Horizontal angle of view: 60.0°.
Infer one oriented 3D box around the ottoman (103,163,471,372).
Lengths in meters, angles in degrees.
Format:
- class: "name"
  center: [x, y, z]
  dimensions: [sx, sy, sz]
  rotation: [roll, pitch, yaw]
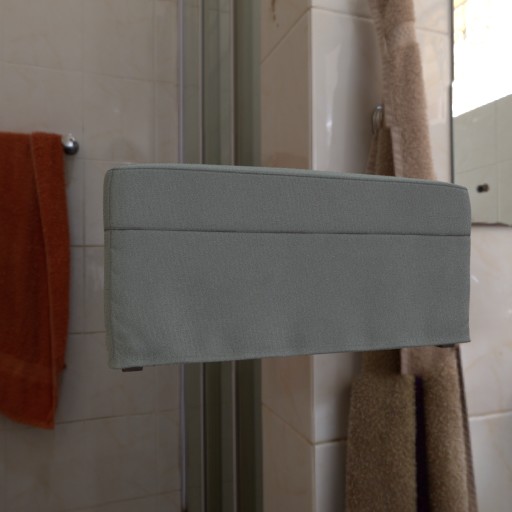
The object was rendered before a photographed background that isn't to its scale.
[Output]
- class: "ottoman"
  center: [0.000, 0.000, 1.311]
  dimensions: [0.843, 0.441, 0.842]
  rotation: [0, 0, -18]
